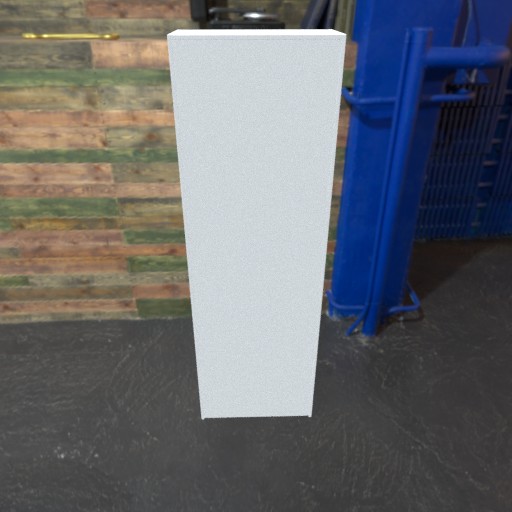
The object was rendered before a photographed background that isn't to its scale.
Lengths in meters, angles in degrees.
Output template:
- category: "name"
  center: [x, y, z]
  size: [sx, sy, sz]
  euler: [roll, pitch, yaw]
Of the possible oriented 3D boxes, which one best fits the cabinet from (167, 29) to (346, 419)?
- category: "cabinet"
  center: [0.000, 0.000, 1.803]
  size: [0.520, 1.630, 0.255]
  euler: [-1, 30, -1]
